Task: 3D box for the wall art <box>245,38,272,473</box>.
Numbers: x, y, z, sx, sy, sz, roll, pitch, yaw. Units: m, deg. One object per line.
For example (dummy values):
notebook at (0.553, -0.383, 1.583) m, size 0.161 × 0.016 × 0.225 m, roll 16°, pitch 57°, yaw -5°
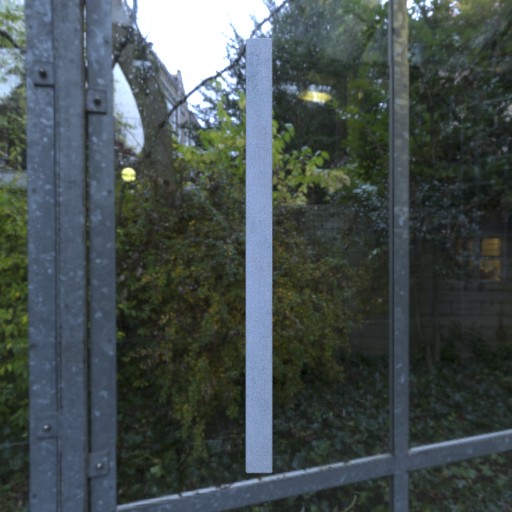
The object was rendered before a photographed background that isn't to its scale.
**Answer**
wall art at (0.000, 0.000, 0.918) m, size 0.044 × 0.605 × 0.605 m, roll 0°, pitch 0°, yaw 0°
